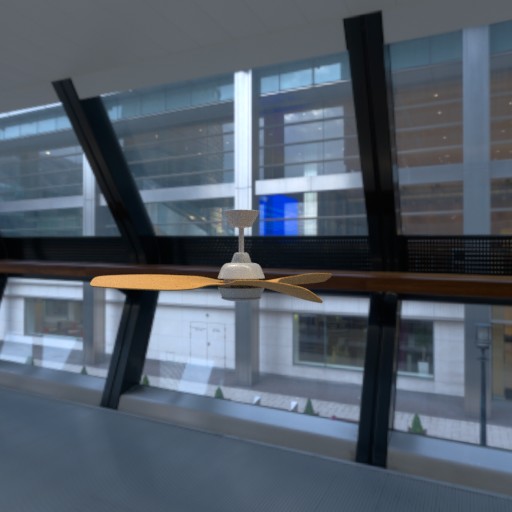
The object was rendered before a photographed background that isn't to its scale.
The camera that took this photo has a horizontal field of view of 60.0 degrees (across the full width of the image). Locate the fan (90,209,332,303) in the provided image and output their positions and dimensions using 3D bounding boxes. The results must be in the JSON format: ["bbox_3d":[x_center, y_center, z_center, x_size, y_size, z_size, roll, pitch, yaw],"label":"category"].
[{"bbox_3d":[0.000,0.000,1.617,1.142,0.355,1.010,0,0,-20],"label":"fan"}]
